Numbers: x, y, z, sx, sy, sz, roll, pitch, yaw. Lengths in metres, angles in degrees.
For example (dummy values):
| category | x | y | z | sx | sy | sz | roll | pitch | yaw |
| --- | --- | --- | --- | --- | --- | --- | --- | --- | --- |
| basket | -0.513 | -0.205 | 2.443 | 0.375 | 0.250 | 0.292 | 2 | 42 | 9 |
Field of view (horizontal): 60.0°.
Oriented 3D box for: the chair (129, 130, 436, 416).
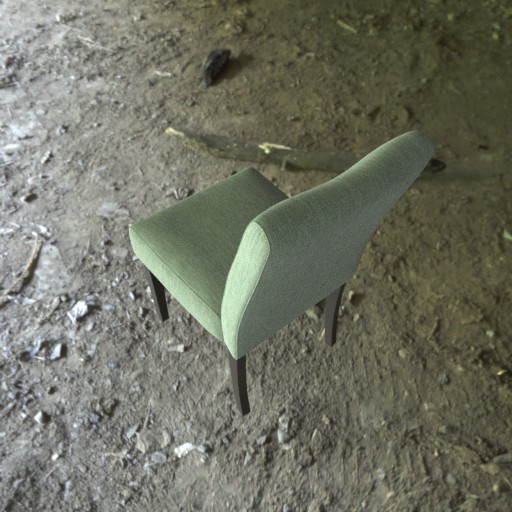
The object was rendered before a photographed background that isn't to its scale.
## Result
| category | x | y | z | sx | sy | sz | roll | pitch | yaw |
| --- | --- | --- | --- | --- | --- | --- | --- | --- | --- |
| chair | 0.000 | 0.000 | 1.249 | 0.487 | 0.884 | 0.629 | -31 | 55 | -25 |
